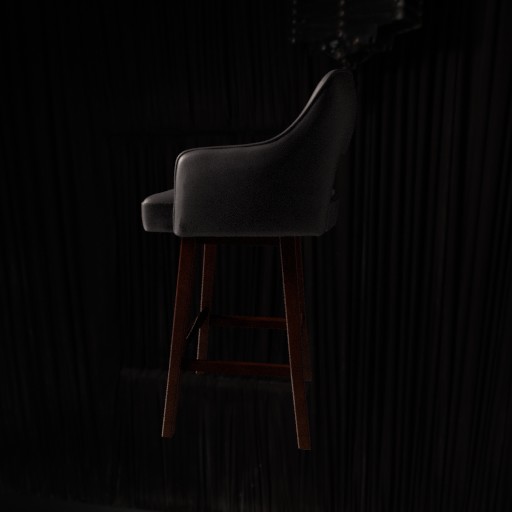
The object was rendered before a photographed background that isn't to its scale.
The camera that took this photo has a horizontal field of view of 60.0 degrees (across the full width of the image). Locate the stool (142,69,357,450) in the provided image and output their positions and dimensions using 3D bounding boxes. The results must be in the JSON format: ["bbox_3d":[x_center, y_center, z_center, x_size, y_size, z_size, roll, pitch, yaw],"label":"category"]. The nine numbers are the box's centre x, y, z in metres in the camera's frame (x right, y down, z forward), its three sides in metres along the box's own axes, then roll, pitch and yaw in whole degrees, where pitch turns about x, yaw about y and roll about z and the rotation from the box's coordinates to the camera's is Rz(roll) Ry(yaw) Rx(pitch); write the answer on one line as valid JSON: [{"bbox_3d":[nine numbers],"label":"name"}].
[{"bbox_3d":[0.000,0.000,1.380,0.560,1.041,0.550,2,14,7],"label":"stool"}]
